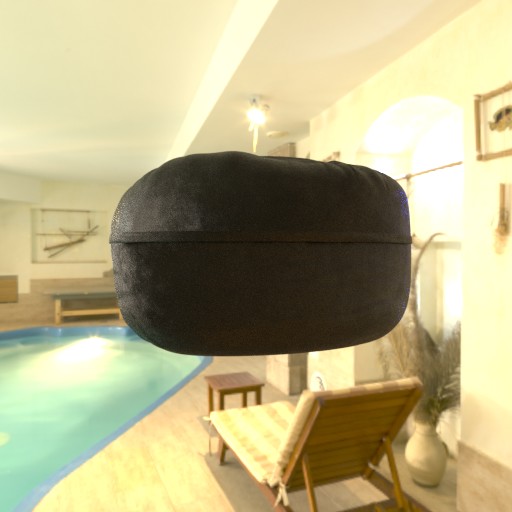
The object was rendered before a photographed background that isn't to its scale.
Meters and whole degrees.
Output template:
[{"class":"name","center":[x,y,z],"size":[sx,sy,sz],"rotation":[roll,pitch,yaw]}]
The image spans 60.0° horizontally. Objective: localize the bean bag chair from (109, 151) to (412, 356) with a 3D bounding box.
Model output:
[{"class":"bean bag chair","center":[0.000,0.000,2.425],"size":[1.524,0.878,1.524],"rotation":[0,1,-18]}]
